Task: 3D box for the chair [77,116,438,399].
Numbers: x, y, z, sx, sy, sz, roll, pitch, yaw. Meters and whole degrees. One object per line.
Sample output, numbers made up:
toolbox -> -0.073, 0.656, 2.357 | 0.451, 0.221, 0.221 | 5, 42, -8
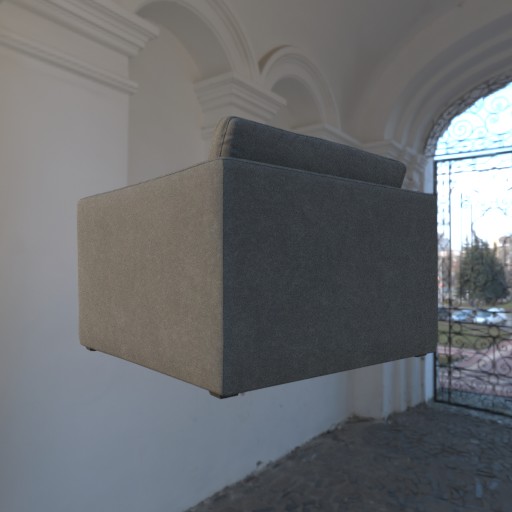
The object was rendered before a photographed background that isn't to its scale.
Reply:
chair -> 0.000, 0.000, 1.885 | 1.190, 0.845, 1.091 | 1, -2, -37
